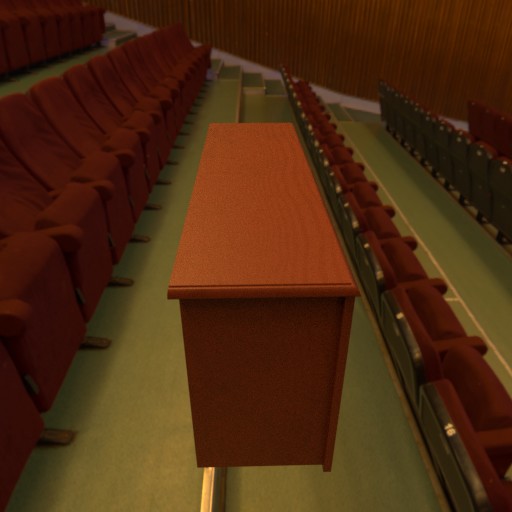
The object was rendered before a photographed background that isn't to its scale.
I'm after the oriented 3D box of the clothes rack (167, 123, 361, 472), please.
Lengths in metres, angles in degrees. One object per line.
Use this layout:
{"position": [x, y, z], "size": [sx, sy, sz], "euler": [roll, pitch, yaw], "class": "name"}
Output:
{"position": [0.000, 0.000, 1.508], "size": [0.362, 0.594, 1.251], "euler": [-1, 31, -1], "class": "clothes rack"}
